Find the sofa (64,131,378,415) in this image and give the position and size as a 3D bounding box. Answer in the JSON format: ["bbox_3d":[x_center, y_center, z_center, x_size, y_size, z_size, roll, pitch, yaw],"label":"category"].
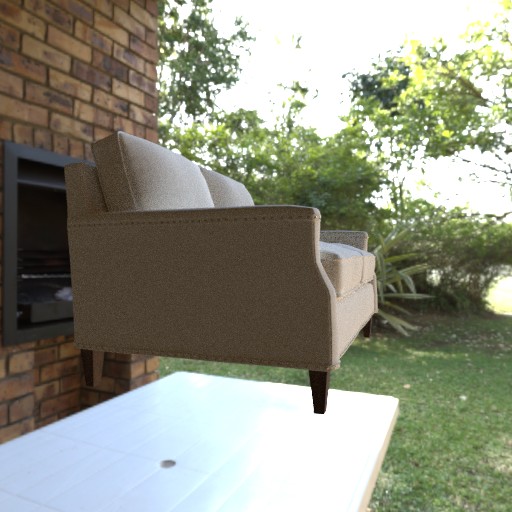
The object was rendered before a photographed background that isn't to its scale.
[{"bbox_3d":[0.000,0.000,2.248,1.084,1.003,1.597,0,0,20],"label":"sofa"}]
